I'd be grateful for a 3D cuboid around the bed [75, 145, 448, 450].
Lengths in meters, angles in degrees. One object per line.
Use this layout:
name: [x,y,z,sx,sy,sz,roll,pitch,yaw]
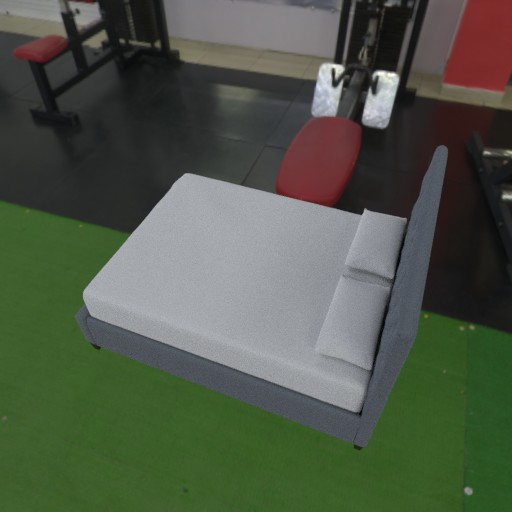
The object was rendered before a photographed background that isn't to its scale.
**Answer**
bed: [0.000,0.000,3.317,2.231,1.427,1.698,16,48,15]
